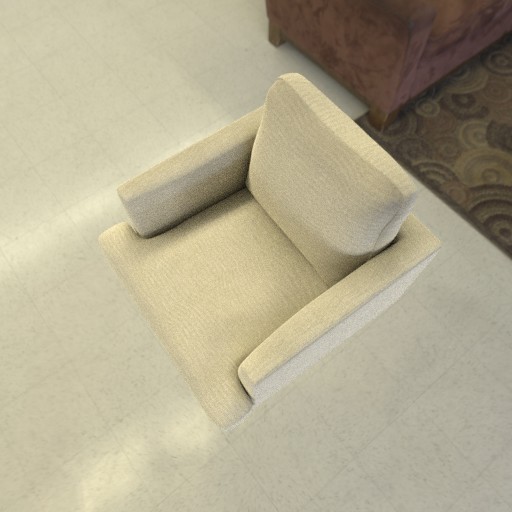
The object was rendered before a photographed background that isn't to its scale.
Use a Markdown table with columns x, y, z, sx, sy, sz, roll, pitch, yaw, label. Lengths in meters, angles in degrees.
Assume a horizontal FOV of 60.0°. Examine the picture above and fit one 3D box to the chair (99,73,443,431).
| x | y | z | sx | sy | sz | roll | pitch | yaw | label |
| --- | --- | --- | --- | --- | --- | --- | --- | --- | --- |
| 0.000 | 0.000 | 1.627 | 0.899 | 0.957 | 0.858 | -33 | 69 | -15 | chair |
